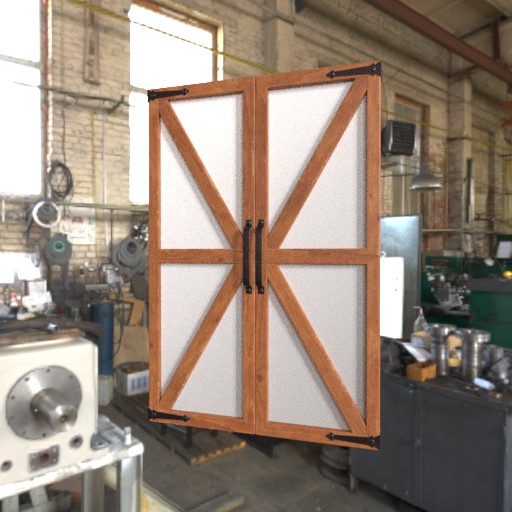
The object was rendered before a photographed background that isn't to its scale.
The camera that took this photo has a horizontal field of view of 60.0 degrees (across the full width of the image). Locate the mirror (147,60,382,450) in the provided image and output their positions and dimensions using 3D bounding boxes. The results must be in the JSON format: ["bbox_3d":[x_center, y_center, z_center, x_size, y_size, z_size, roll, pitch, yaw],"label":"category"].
[{"bbox_3d":[0.000,0.000,0.948,0.517,0.761,0.053,0,1,17],"label":"mirror"}]
